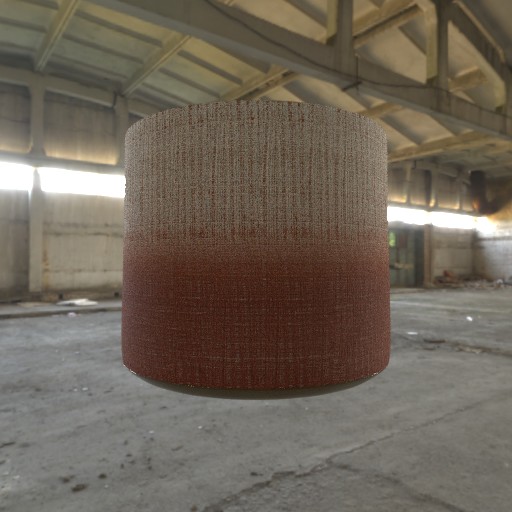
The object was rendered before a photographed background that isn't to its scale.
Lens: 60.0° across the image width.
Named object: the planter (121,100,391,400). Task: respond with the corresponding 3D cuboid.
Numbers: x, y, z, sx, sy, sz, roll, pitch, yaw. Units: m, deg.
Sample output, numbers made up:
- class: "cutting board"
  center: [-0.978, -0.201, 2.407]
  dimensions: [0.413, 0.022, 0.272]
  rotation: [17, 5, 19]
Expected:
- class: "planter"
  center: [0.000, 0.000, 0.438]
  dimensions: [0.254, 0.221, 0.254]
  rotation: [0, -1, 0]
